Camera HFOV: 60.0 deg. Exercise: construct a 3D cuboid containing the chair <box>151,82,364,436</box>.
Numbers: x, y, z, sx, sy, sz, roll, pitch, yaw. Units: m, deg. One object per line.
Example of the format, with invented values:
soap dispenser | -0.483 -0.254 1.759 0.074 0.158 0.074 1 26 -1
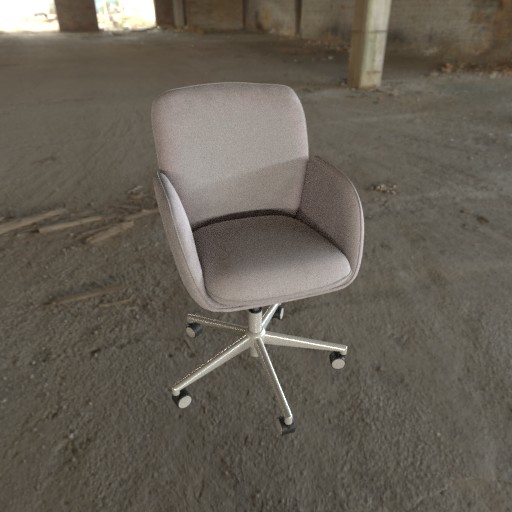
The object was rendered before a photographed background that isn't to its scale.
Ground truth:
chair | 0.000 0.000 1.419 0.648 0.959 0.654 -9 31 -16
